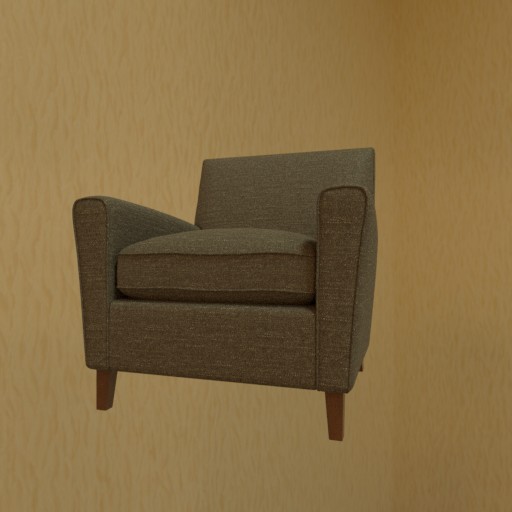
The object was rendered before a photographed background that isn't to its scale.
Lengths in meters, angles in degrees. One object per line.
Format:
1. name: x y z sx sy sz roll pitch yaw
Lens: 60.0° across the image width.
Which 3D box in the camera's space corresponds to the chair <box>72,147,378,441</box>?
1. chair: 0.000 0.000 1.558 0.838 0.885 0.875 0 0 18
